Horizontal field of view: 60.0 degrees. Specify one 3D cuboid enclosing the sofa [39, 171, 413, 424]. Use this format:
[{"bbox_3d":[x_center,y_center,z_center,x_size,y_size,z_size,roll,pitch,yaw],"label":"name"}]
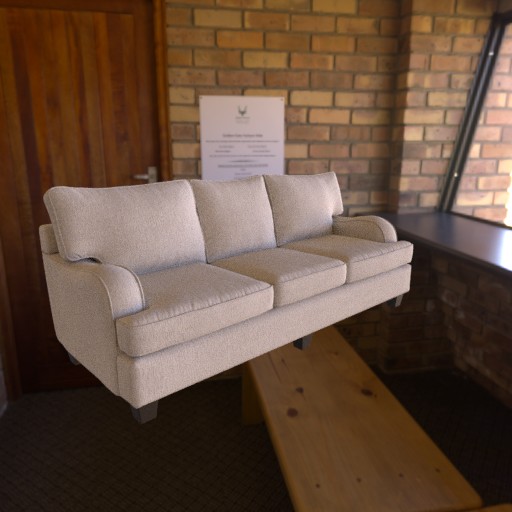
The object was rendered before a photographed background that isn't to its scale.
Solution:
[{"bbox_3d":[0.000,0.000,2.861,2.323,0.991,1.016,-13,19,-41],"label":"sofa"}]
